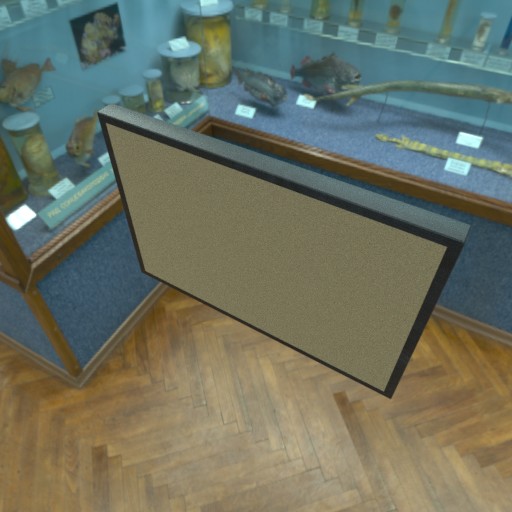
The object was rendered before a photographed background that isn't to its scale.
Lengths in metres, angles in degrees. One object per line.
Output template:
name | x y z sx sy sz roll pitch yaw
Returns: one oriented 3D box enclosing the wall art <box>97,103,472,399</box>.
wall art | 0.000 0.000 0.798 0.610 0.409 0.038 24 51 21
